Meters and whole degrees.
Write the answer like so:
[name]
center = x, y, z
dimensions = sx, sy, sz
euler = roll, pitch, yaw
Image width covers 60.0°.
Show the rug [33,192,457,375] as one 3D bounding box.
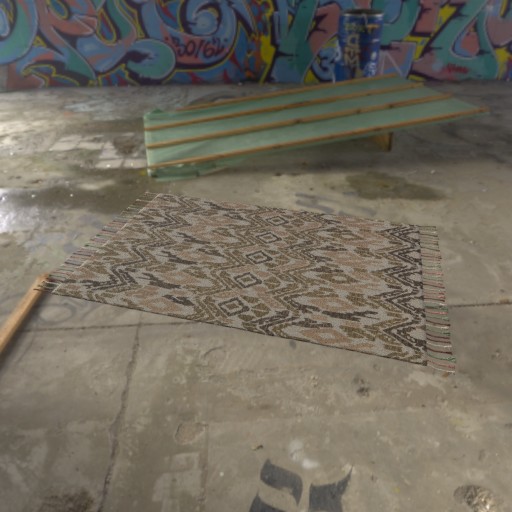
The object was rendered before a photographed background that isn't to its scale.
[rug]
center = 0.000, 0.000, 3.017
dimensions = 2.438, 0.008, 1.524
euler = 9, 34, 13
